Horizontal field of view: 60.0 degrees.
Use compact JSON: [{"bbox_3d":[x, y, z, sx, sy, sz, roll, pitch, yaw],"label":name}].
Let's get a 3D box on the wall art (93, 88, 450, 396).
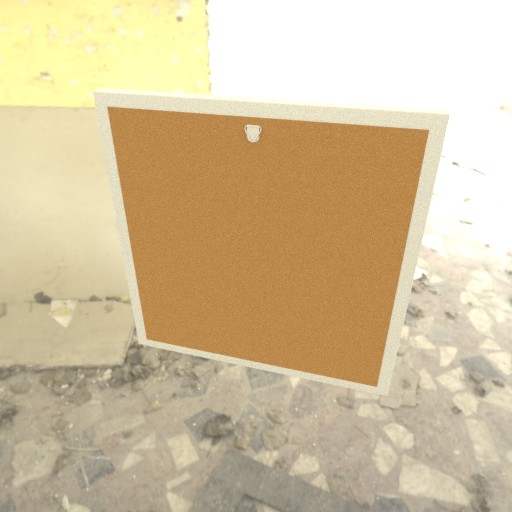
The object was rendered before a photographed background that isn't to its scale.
[{"bbox_3d":[0.000,0.000,1.124,0.761,0.762,0.050,8,32,14],"label":"wall art"}]
